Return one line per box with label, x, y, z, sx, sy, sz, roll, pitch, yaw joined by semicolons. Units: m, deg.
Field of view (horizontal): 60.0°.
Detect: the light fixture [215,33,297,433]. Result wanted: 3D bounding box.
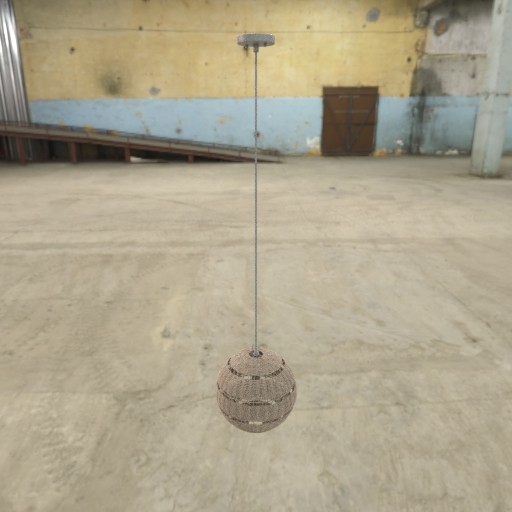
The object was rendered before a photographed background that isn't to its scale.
light fixture;0.000;0.000;2.252;0.457;2.019;0.457;9;20;26
